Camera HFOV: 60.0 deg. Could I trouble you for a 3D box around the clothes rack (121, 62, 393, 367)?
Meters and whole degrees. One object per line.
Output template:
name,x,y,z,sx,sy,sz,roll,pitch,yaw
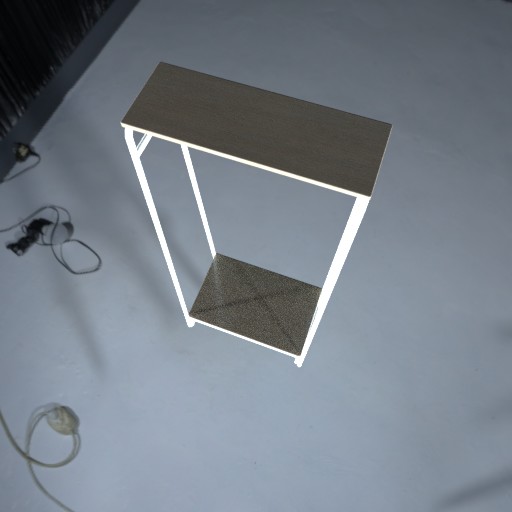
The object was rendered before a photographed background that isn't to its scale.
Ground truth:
clothes rack,0.000,0.000,1.780,0.640,1.512,0.400,18,66,9
